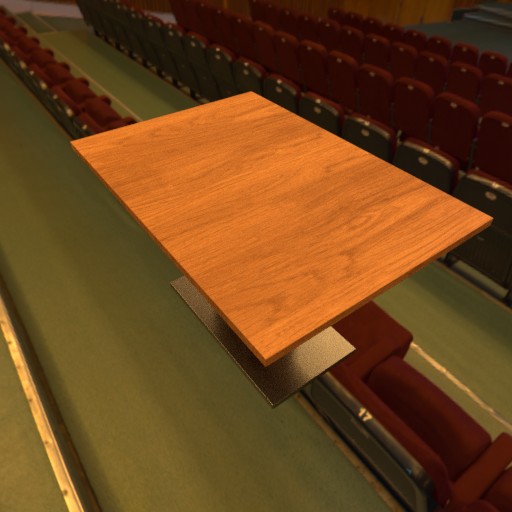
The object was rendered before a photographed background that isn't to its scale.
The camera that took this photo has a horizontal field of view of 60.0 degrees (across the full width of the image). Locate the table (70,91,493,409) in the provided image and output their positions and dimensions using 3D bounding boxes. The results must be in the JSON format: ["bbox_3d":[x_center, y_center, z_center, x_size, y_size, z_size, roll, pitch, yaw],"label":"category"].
[{"bbox_3d":[0.000,0.000,1.841,0.900,0.770,1.300,-26,47,-26],"label":"table"}]
